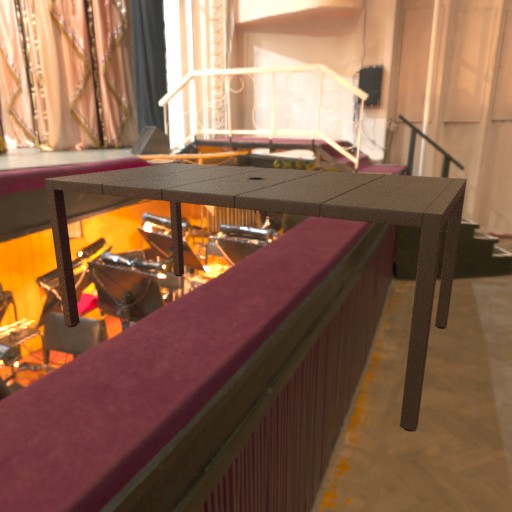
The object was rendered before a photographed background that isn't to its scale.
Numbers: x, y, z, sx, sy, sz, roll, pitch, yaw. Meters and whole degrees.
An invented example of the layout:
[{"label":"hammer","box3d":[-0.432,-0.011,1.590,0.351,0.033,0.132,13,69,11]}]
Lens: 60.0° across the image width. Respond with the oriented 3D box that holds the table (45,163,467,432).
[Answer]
[{"label":"table","box3d":[0.000,0.000,2.111,1.680,0.735,0.914,9,19,27]}]
